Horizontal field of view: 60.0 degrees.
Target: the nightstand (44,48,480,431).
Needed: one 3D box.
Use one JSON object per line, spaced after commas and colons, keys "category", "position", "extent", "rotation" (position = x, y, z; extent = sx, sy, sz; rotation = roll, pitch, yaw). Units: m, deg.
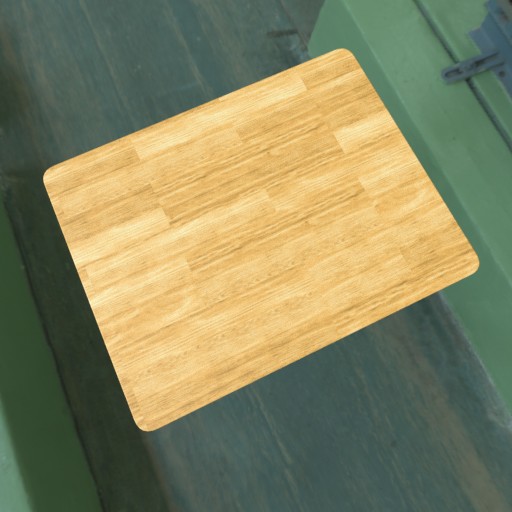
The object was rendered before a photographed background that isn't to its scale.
{"category": "nightstand", "position": [0.000, 0.000, 0.919], "extent": [0.560, 0.470, 0.440], "rotation": [-25, 77, -6]}
